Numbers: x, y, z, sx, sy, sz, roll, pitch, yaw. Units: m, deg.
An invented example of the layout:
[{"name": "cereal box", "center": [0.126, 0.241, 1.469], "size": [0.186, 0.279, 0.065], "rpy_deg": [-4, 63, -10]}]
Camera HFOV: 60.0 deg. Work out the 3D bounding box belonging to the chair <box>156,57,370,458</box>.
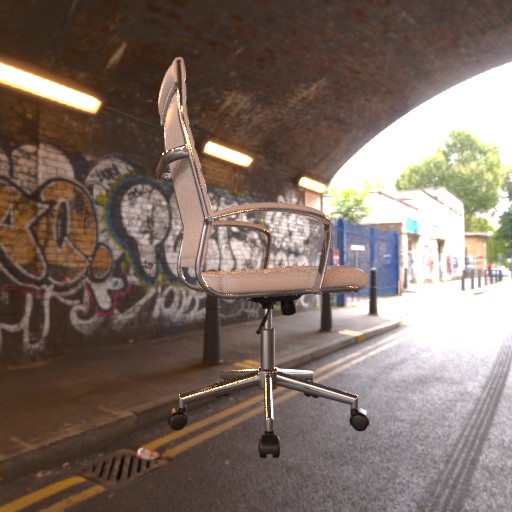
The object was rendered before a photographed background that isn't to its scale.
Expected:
[{"name": "chair", "center": [0.000, 0.000, 1.569], "size": [0.679, 1.149, 0.679], "rpy_deg": [0, -1, -17]}]
